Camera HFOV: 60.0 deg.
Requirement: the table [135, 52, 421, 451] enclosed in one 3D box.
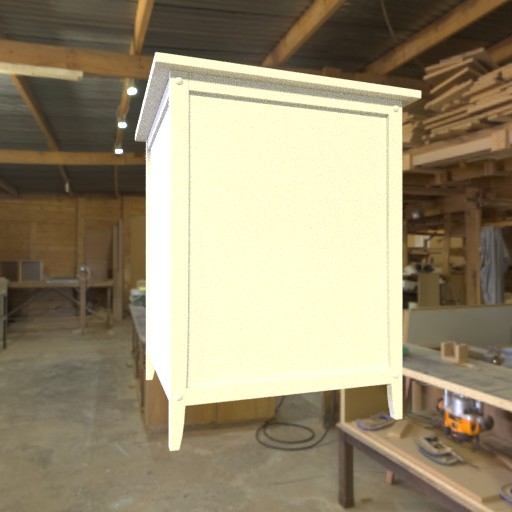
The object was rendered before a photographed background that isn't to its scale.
[{"bbox_3d":[0.000,0.000,0.765,0.381,0.483,0.381,0,0,-19],"label":"table"}]
